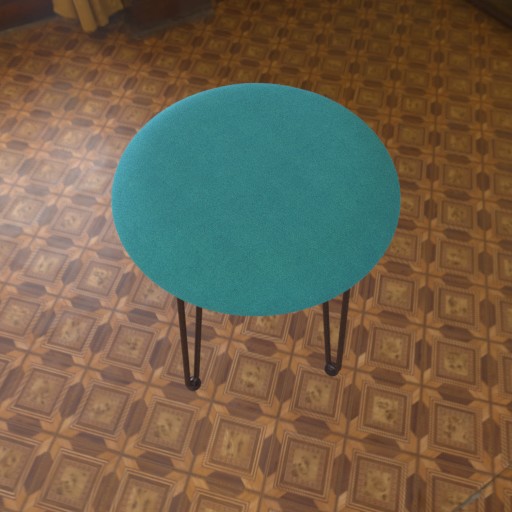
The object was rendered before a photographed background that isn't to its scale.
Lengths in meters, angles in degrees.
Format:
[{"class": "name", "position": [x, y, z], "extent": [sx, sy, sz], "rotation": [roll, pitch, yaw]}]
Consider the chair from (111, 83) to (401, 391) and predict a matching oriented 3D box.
[{"class": "chair", "position": [0.000, 0.000, 0.691], "extent": [0.350, 0.430, 0.350], "rotation": [-15, 60, -9]}]
